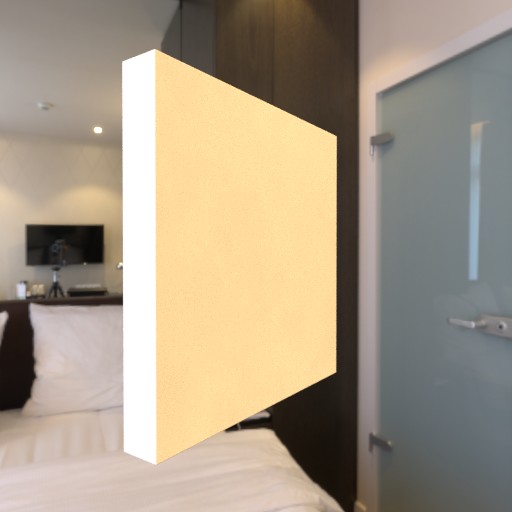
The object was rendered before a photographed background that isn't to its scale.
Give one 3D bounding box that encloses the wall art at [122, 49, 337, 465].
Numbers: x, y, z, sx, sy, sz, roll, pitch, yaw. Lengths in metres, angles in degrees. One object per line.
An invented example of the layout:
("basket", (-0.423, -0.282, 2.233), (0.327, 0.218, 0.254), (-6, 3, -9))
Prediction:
("wall art", (0.000, 0.000, 0.459), (0.038, 0.305, 0.305), (1, 1, 36))
